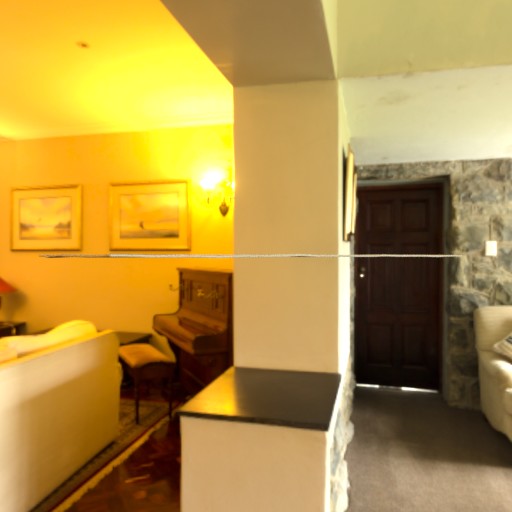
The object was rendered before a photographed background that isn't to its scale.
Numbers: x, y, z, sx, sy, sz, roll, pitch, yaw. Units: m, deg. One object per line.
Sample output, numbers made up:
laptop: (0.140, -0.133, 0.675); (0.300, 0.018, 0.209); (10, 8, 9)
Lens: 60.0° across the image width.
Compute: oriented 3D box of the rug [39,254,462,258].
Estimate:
rug: (0.000, 0.000, 3.007); (2.444, 0.023, 1.531); (0, 0, -35)
